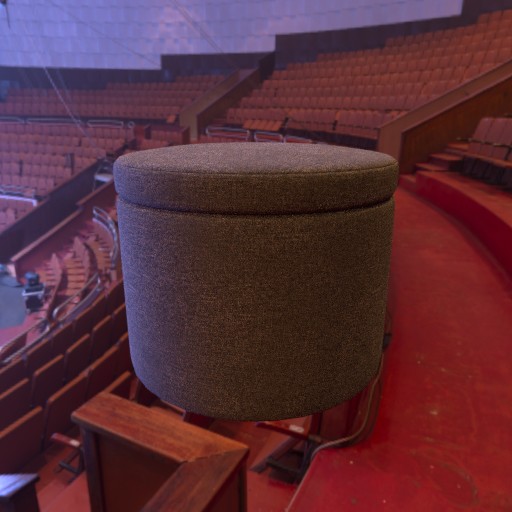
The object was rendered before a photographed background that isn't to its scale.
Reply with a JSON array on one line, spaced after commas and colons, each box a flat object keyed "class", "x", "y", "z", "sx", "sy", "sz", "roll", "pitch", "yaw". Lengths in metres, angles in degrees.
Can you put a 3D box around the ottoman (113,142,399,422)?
[{"class": "ottoman", "x": 0.000, "y": 0.000, "z": 0.863, "sx": 0.500, "sy": 0.419, "sz": 0.500, "roll": 0, "pitch": 17, "yaw": 0}]
